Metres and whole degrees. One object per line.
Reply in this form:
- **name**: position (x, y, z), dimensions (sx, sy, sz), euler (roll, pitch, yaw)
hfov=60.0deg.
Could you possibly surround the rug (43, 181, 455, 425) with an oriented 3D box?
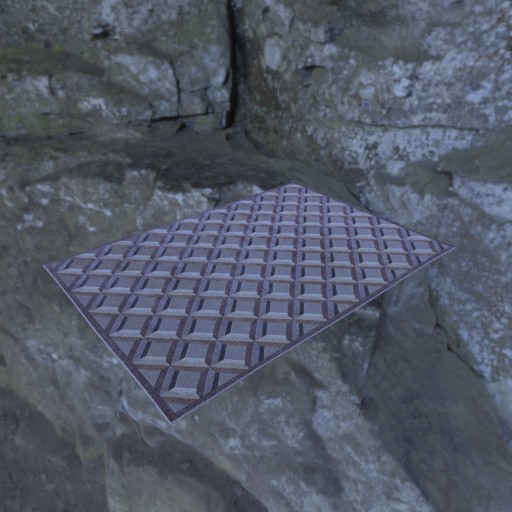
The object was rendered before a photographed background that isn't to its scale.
- **rug**: position (0.000, 0.000, 2.956), dimensions (2.260, 0.013, 1.600), euler (-23, 38, -34)
